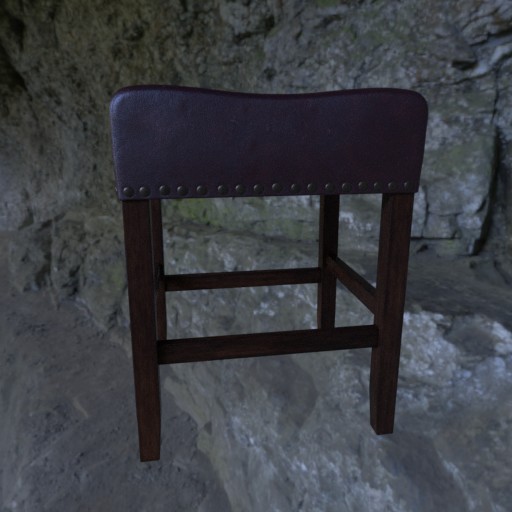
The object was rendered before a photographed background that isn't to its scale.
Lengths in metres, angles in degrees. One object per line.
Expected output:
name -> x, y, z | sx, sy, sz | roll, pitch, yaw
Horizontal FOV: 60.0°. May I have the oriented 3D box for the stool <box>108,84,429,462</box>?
stool -> 0.000, 0.000, 0.883 | 0.465, 0.608, 0.397 | -3, 17, -9
